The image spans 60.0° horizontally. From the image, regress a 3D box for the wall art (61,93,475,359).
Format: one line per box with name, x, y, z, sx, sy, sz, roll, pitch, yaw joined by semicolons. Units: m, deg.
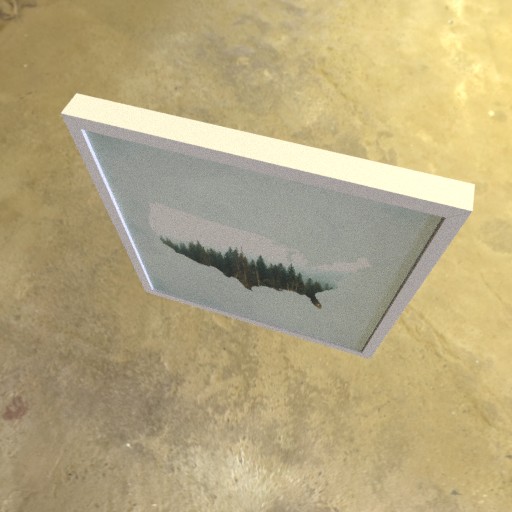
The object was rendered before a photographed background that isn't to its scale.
wall art;0.000;0.000;0.751;0.509;0.509;0.040;15;60;9
